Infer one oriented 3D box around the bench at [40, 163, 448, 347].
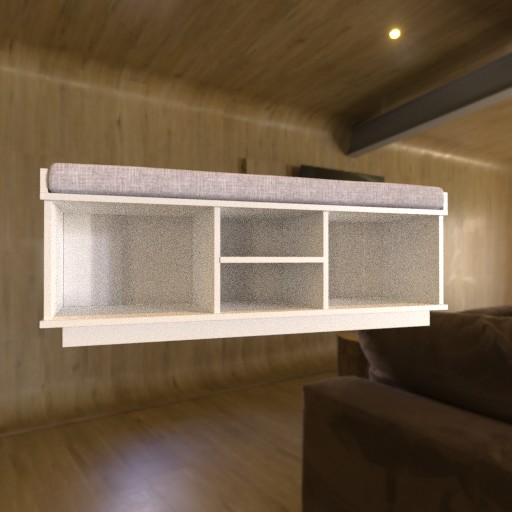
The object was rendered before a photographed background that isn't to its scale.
[{"bbox_3d":[0.000,0.000,1.403,1.196,0.453,0.363,0,0,-19],"label":"bench"}]
